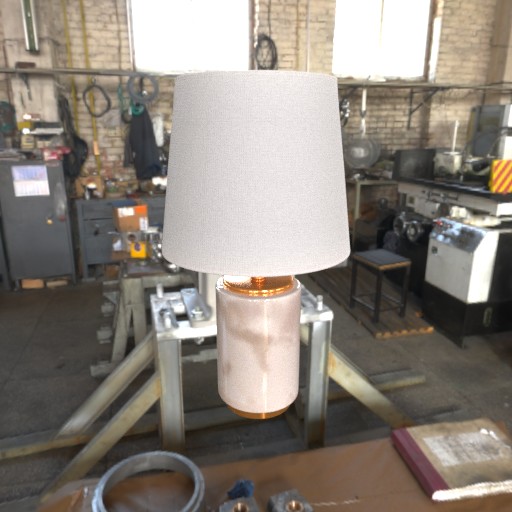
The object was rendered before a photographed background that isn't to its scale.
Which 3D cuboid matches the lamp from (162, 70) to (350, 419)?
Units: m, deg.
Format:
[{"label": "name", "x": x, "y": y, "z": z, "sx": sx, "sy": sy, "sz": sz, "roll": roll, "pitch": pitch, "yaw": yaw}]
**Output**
[{"label": "lamp", "x": 0.000, "y": 0.000, "z": 0.458, "sx": 0.189, "sy": 0.340, "sz": 0.189, "roll": 0, "pitch": 16, "yaw": 0}]
